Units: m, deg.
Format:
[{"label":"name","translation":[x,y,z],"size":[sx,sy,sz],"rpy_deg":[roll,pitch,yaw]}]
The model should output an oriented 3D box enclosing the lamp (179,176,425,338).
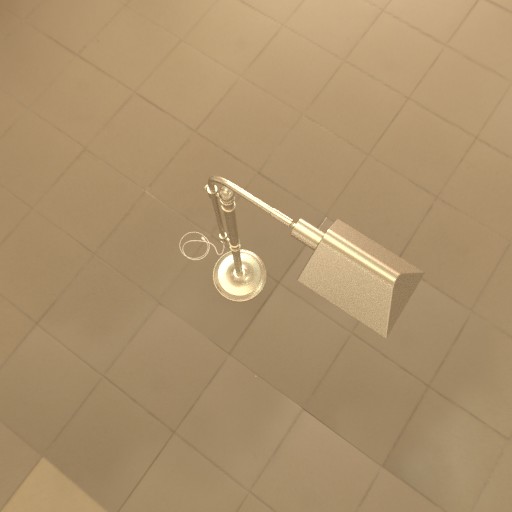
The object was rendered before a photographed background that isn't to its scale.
[{"label":"lamp","translation":[0.000,0.000,0.977],"size":[0.546,0.708,0.159],"rpy_deg":[34,77,9]}]
